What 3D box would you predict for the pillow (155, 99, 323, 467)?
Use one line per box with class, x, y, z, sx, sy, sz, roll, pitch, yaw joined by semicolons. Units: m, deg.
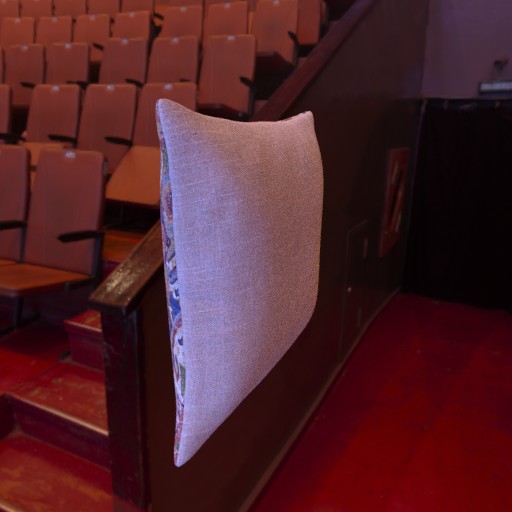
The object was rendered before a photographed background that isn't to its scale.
pillow;0.000;0.000;0.791;0.166;0.506;0.523;8;18;25
